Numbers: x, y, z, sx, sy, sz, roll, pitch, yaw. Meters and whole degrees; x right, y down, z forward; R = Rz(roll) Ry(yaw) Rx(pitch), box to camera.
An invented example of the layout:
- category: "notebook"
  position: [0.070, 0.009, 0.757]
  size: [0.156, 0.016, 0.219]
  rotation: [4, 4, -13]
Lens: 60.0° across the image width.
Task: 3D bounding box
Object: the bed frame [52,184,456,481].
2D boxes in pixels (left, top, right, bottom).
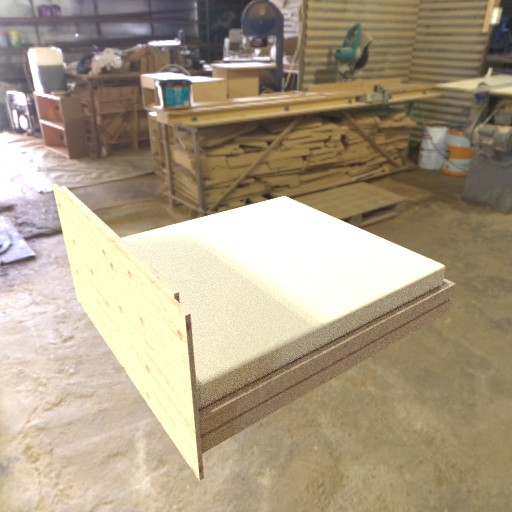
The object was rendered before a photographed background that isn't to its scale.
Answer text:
- category: "bed frame"
  position: [0.000, 0.000, 3.134]
  size: [2.080, 0.970, 1.950]
  rotation: [-18, 33, -31]
